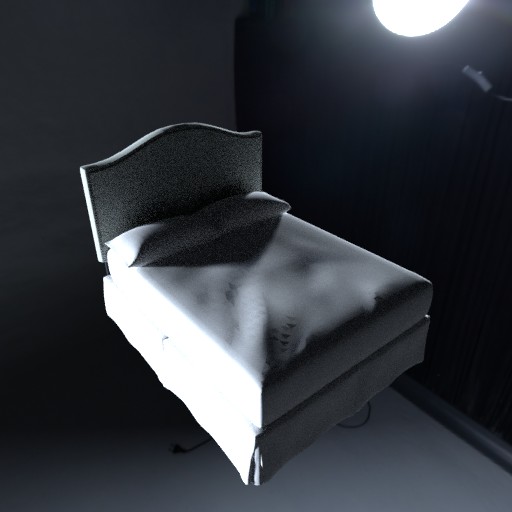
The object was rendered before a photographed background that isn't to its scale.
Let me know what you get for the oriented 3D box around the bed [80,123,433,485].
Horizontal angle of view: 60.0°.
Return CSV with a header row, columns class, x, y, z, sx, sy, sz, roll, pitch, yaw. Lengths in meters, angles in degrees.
class,x,y,z,sx,sy,sz,roll,pitch,yaw
bed,0.000,0.000,3.393,1.813,1.607,2.180,-22,36,-33
